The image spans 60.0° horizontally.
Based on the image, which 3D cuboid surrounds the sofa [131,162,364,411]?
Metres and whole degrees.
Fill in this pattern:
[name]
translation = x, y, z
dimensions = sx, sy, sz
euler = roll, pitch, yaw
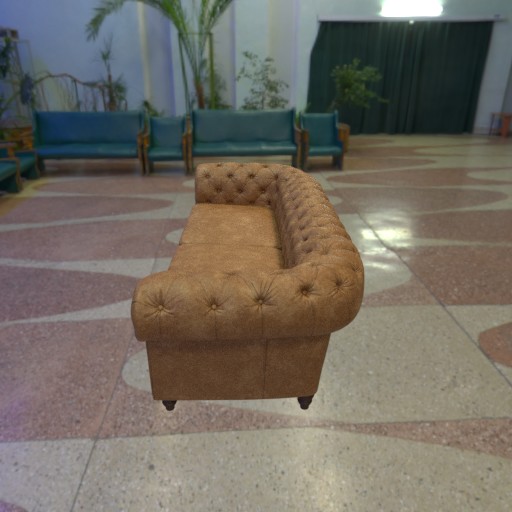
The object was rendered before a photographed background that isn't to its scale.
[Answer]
[sofa]
translation = 0.000, 0.000, 2.807
dimensions = 0.989, 0.760, 2.365
euler = 0, 24, -1
